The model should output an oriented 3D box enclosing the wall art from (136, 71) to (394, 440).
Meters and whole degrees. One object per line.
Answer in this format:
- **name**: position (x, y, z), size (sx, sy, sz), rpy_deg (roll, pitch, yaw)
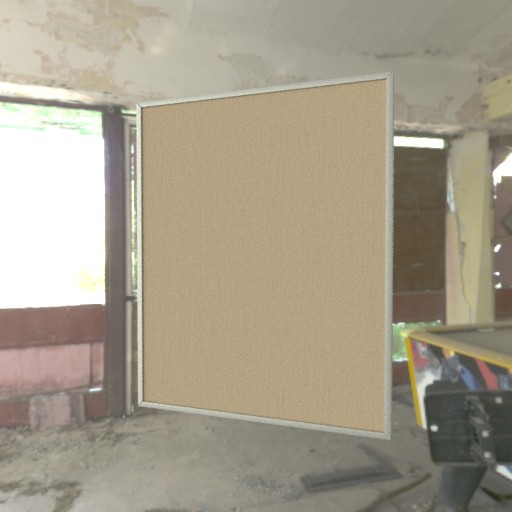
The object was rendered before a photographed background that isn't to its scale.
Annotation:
- **wall art**: position (0.000, 0.000, 0.754), size (0.445, 0.553, 0.039), rpy_deg (0, 1, 19)
